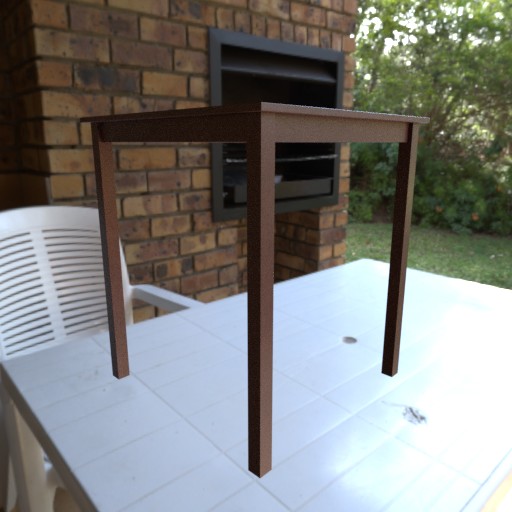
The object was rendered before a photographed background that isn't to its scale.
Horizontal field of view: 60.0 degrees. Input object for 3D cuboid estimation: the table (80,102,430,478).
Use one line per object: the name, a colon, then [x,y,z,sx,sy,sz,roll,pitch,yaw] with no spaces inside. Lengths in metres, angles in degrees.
table: [0.000,0.000,1.662,0.861,0.991,0.861,13,19,42]
